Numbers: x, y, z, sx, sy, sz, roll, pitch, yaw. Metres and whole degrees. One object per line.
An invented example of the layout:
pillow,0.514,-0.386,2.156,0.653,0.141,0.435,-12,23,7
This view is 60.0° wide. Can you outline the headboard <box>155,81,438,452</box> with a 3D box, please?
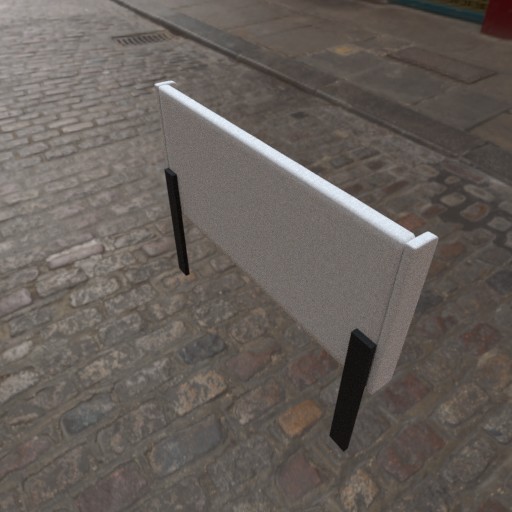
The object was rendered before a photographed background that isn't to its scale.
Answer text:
headboard,0.000,0.000,2.704,0.184,1.524,2.051,-25,46,-27
